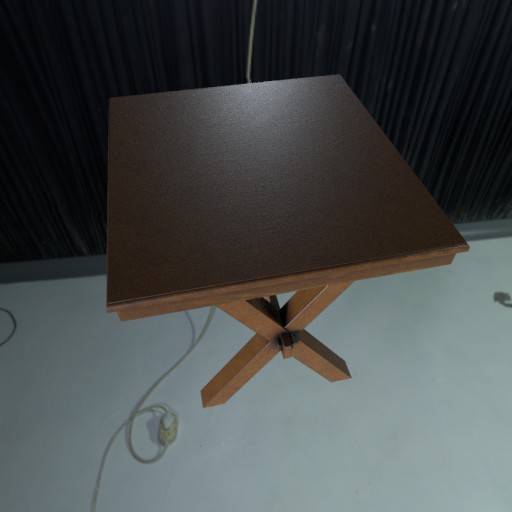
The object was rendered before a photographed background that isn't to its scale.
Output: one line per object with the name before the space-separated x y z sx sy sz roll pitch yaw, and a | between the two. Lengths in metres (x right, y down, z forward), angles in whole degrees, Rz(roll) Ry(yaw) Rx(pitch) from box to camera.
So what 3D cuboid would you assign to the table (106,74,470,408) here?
table | 0.000 0.000 1.060 0.560 0.562 0.602 -9 48 -8
